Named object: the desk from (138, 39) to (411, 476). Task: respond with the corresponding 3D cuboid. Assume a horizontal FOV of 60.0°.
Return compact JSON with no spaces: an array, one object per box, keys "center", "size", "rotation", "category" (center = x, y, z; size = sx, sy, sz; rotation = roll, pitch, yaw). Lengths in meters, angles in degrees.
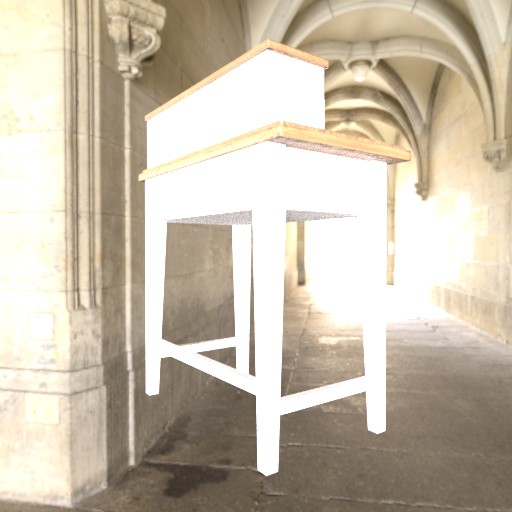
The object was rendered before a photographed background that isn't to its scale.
[{"center":[0.000,0.000,1.416],"size":[0.462,0.981,0.814],"rotation":[-1,1,-36],"category":"desk"}]
